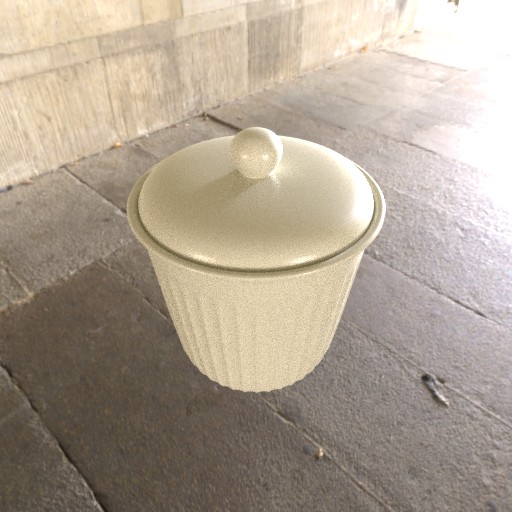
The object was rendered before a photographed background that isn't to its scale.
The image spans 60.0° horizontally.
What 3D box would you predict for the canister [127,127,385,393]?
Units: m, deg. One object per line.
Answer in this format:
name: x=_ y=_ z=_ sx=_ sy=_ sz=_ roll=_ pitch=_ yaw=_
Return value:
canister: x=0.000 y=0.000 z=0.355 sx=0.181 sy=0.211 sz=0.181 roll=0 pitch=40 yaw=0
